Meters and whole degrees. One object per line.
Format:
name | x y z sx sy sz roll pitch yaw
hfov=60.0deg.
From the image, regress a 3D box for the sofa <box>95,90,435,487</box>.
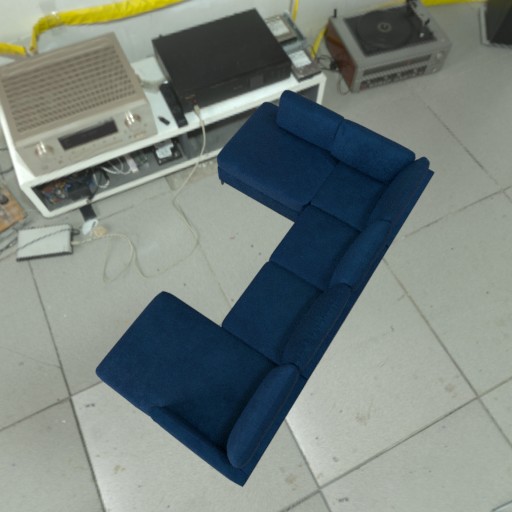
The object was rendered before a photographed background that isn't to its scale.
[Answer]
sofa | 0.000 0.000 4.289 2.055 0.992 3.434 31 68 14
